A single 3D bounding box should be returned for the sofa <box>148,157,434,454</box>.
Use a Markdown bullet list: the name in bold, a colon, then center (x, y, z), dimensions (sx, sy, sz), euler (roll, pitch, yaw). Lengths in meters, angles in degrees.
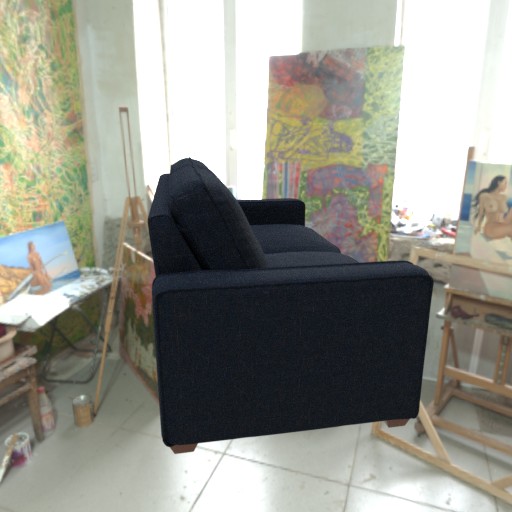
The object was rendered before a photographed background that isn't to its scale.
- **sofa**: center (0.000, 0.000, 2.226), dimensions (0.947, 0.918, 1.709), euler (-3, 16, -10)
